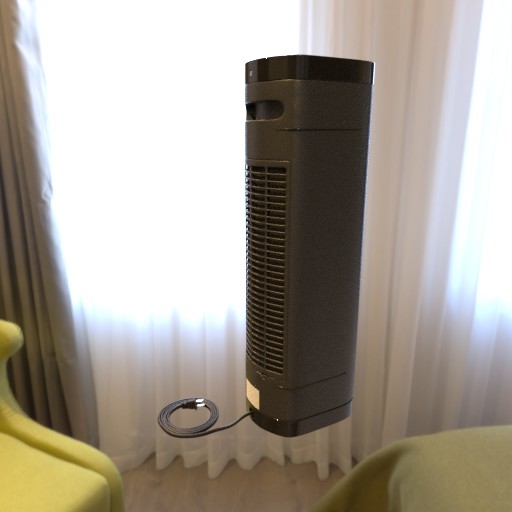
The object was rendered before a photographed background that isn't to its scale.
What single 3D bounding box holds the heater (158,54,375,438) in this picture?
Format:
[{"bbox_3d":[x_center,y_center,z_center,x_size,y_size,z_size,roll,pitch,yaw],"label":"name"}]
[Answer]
[{"bbox_3d":[0.000,0.000,0.680,0.312,0.552,0.174,-8,17,-27],"label":"heater"}]
